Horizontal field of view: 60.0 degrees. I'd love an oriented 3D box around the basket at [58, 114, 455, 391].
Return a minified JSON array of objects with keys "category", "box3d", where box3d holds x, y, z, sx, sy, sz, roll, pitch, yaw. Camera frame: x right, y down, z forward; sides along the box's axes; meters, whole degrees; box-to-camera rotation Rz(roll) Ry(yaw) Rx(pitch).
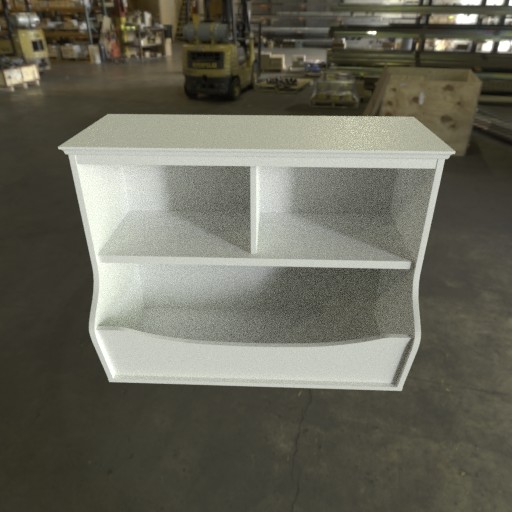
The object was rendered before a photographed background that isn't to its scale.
[{"category":"basket","box3d":[0.000,0.000,1.140,0.792,0.625,0.376,1,30,2]}]
